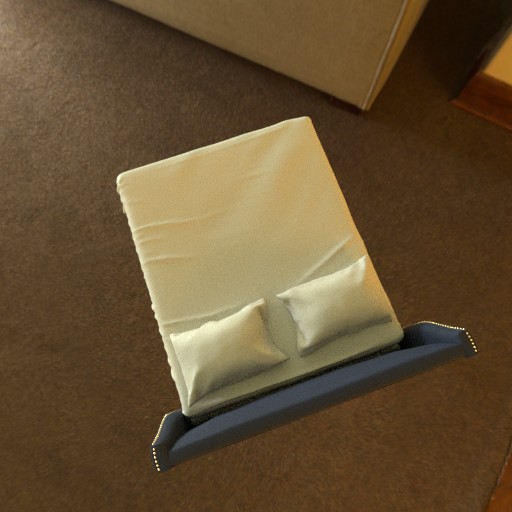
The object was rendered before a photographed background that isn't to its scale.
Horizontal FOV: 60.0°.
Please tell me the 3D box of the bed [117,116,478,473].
[{"bbox_3d":[0.000,0.000,3.324,1.925,1.332,2.276,-19,75,-5],"label":"bed"}]
